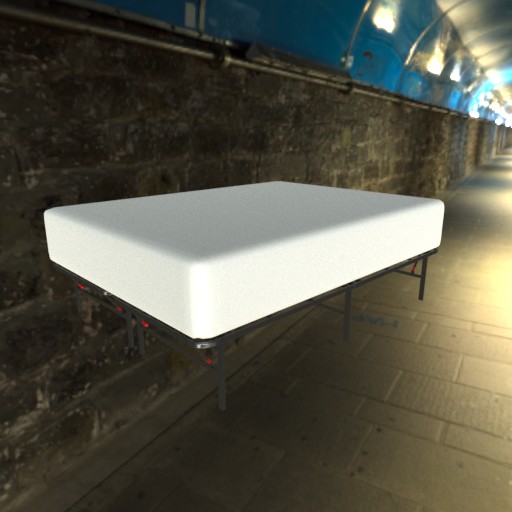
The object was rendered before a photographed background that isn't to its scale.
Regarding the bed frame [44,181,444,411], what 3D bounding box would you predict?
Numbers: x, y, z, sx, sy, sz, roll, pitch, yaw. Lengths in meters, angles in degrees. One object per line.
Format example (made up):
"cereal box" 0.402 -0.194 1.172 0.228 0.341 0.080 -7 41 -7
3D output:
"bed frame" 0.000 0.000 2.833 2.037 0.677 1.528 -15 22 -42
